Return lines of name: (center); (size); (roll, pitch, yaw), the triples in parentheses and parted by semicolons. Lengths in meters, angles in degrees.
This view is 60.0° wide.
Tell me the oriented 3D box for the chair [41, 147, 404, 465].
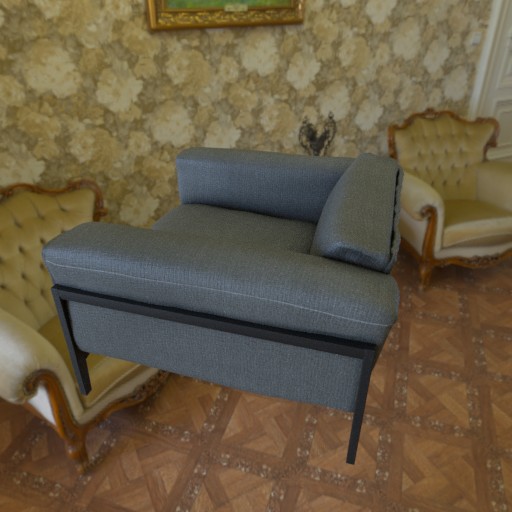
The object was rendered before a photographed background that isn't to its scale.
chair: (0.000, 0.000, 1.631); (0.969, 0.646, 1.056); (9, 32, 14)
